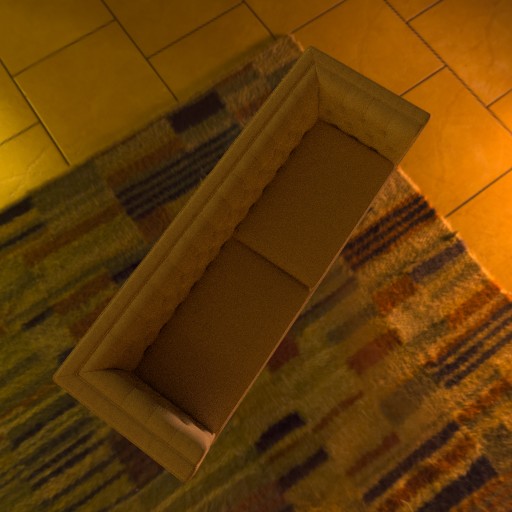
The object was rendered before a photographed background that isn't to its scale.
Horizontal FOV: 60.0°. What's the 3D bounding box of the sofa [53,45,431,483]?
[{"bbox_3d":[0.000,0.000,2.530,0.775,0.762,2.159,34,78,8],"label":"sofa"}]
